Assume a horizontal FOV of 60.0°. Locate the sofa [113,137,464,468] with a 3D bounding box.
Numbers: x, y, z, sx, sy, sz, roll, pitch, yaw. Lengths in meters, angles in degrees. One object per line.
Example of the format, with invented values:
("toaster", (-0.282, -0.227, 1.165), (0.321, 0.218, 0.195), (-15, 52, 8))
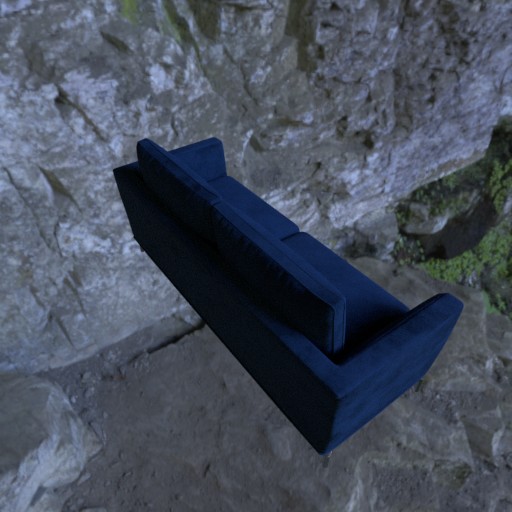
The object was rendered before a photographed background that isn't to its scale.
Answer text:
("sofa", (0.000, 0.000, 2.734), (0.853, 0.998, 2.212), (-26, 47, -27))
